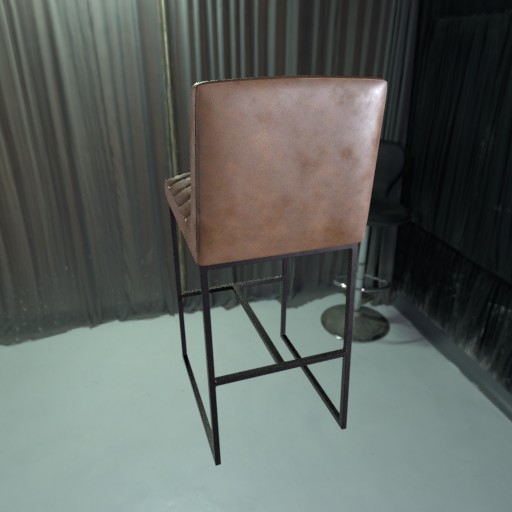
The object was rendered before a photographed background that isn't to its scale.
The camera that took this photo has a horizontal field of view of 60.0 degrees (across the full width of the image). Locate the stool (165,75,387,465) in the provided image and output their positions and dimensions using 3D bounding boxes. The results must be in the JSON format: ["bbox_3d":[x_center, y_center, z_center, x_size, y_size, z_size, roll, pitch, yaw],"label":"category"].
[{"bbox_3d":[0.000,0.000,1.374,0.463,1.065,0.562,-8,27,-17],"label":"stool"}]
